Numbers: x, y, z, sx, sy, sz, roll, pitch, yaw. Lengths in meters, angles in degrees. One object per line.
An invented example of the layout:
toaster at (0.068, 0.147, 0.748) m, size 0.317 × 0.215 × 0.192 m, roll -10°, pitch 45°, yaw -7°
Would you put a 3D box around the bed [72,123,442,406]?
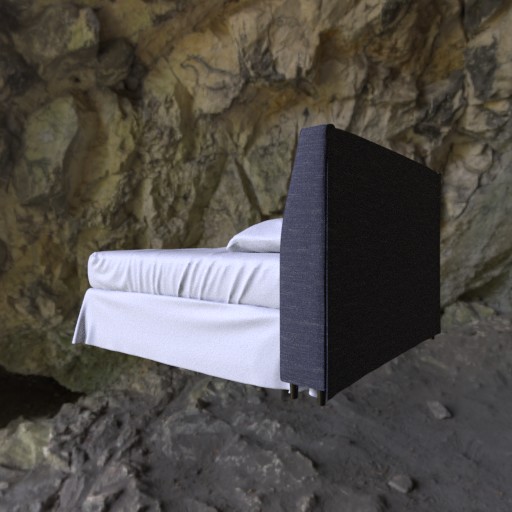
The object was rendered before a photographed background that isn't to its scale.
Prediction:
bed at (0.000, 0.000, 3.446) m, size 2.276 × 1.332 × 1.925 m, roll 1°, pitch 2°, yaw 37°
